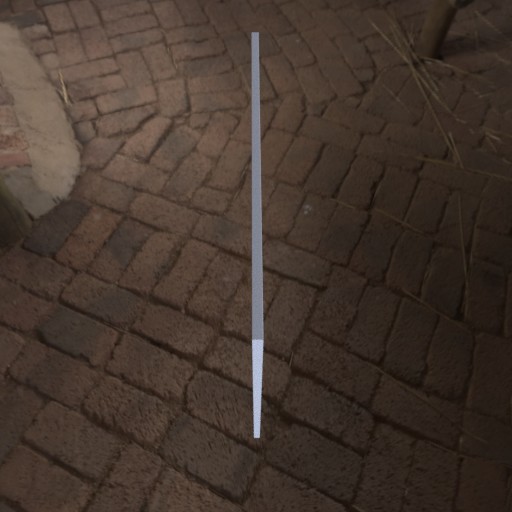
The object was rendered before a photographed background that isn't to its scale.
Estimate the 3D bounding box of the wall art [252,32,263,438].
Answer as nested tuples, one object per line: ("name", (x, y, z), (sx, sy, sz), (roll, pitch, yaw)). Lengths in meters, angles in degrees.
("wall art", (0.000, 0.000, 0.849), (0.012, 0.557, 0.557), (0, 58, 0))
